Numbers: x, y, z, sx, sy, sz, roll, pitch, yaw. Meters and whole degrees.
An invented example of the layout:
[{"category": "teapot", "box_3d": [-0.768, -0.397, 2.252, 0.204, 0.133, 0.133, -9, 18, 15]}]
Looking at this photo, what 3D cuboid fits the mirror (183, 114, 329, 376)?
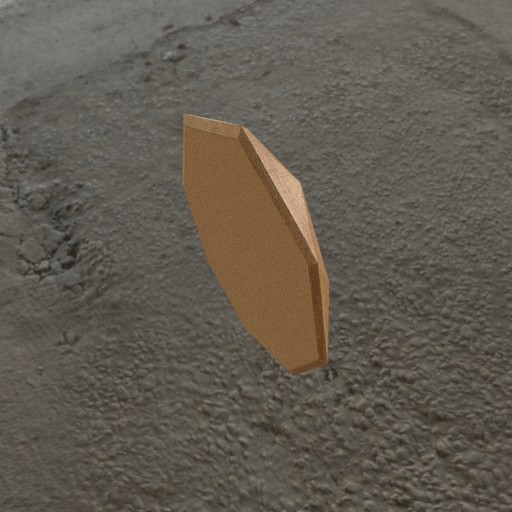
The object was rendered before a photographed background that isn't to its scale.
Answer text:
[{"category": "mirror", "box_3d": [0.000, 0.000, 1.007, 0.070, 0.774, 0.577, -30, 62, -18]}]
